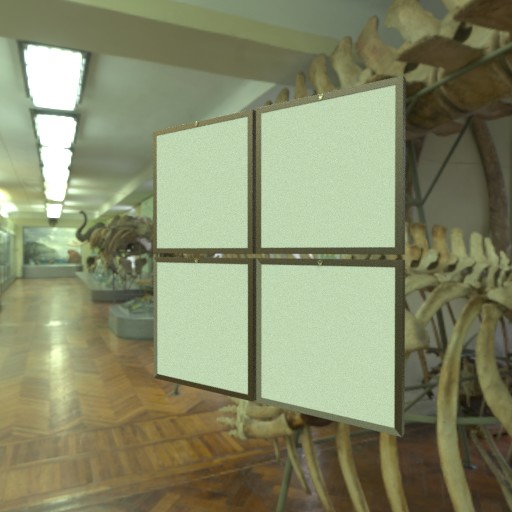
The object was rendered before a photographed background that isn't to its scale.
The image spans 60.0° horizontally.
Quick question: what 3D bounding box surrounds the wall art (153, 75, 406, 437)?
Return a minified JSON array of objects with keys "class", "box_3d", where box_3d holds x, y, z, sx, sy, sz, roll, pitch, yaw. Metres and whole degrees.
[{"class":"wall art","box_3d":[0.000,0.000,1.567,1.032,1.032,0.030,1,1,35]}]
